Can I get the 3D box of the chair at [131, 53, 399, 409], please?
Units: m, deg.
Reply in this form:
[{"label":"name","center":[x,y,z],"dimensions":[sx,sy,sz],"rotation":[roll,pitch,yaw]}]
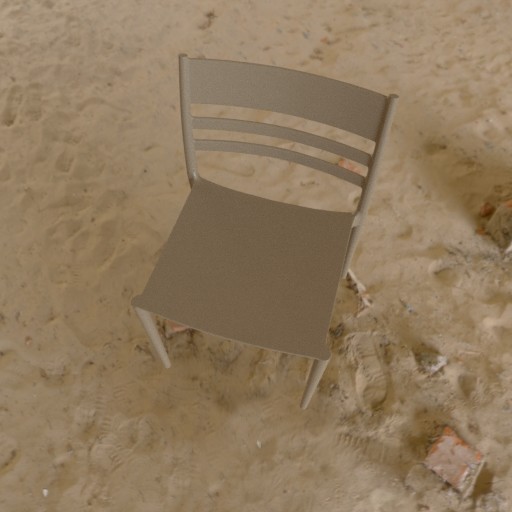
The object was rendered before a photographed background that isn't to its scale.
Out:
[{"label":"chair","center":[0.000,0.000,1.159],"dimensions":[0.531,0.800,0.511],"rotation":[14,61,8]}]
